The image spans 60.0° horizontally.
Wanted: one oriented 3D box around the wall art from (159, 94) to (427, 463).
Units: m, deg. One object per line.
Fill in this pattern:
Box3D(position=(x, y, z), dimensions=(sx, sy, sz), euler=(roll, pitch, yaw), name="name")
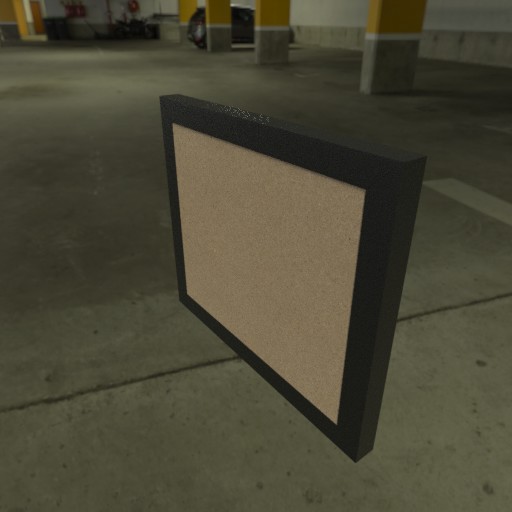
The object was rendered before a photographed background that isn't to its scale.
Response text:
Box3D(position=(0.000, 0.000, 0.529), dimensions=(0.028, 0.321, 0.381), euler=(-20, 34, -32), name="wall art")
